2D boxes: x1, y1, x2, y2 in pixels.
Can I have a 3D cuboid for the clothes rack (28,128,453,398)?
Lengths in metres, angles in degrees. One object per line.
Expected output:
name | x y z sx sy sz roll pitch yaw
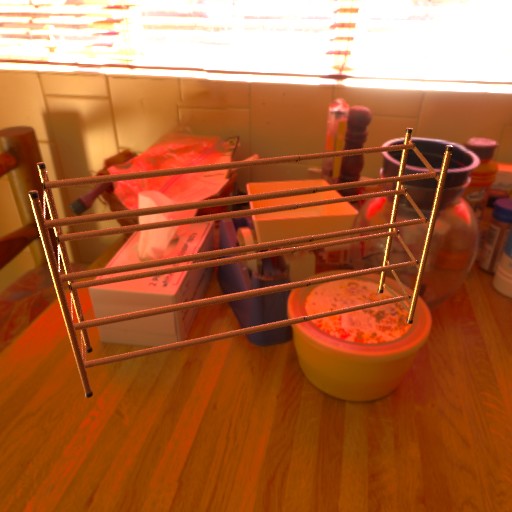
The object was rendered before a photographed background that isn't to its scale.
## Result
clothes rack | 0.000 0.000 1.425 1.168 0.672 0.229 -9 32 -15
